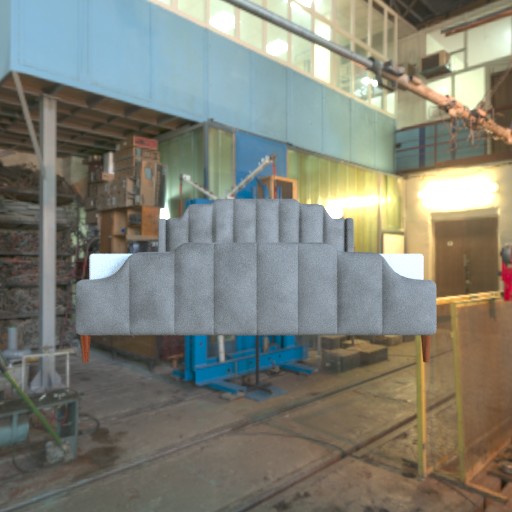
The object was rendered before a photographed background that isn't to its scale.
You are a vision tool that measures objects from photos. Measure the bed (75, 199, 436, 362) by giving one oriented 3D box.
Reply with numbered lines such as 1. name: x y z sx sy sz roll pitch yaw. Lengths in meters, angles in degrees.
1. bed: 0.000 0.000 3.663 2.074 1.245 2.340 0 0 0
